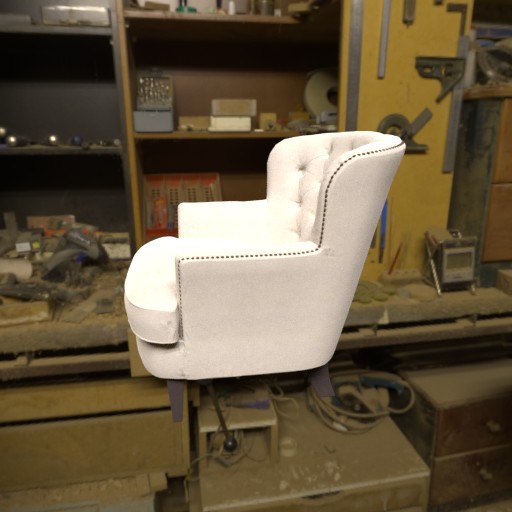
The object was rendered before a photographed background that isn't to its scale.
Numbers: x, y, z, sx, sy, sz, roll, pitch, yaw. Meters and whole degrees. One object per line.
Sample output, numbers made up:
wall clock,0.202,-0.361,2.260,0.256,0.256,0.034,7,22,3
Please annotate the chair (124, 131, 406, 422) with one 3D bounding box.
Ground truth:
chair,0.000,0.000,1.611,0.906,0.868,0.848,-3,17,-9
